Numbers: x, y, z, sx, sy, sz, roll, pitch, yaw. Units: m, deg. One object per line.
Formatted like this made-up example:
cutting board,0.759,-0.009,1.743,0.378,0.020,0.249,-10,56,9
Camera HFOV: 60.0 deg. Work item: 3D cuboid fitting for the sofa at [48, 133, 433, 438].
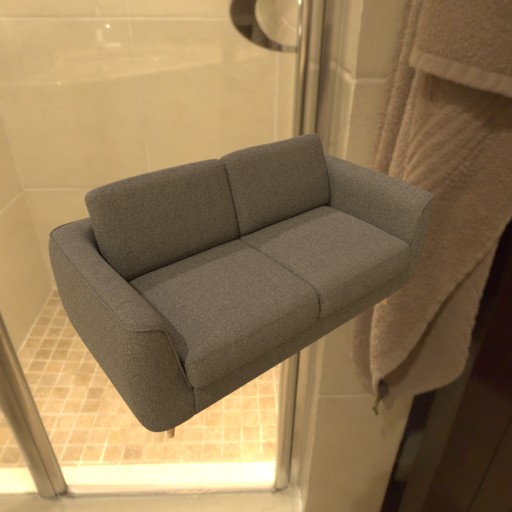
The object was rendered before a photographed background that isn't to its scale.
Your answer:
sofa,0.000,0.000,2.153,1.700,0.870,0.920,-23,38,-32
